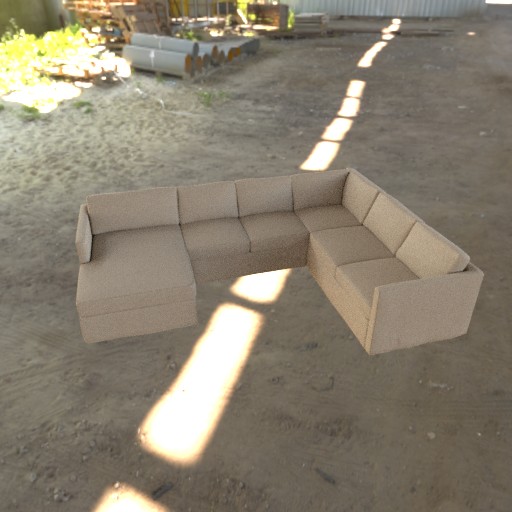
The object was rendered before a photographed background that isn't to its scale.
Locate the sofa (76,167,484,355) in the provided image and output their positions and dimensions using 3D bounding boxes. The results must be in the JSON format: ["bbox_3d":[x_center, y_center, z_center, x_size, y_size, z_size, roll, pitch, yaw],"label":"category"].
[{"bbox_3d":[0.000,0.000,4.578,3.528,0.878,2.476,-8,33,-13],"label":"sofa"}]
